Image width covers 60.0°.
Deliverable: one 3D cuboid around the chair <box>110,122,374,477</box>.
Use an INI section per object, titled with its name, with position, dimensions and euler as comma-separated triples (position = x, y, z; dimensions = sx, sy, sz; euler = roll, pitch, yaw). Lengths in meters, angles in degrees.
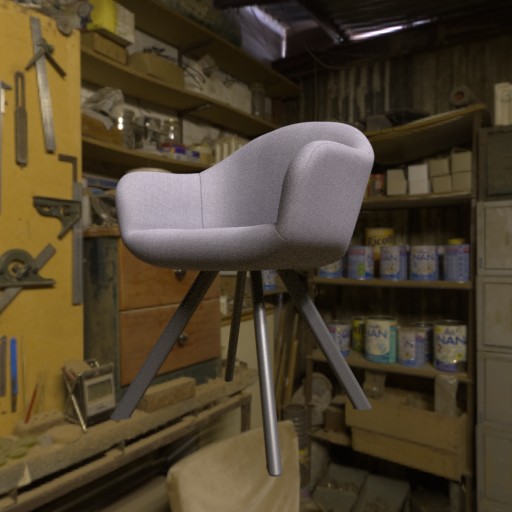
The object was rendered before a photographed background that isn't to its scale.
[chair]
position = 0.000, 0.000, 1.160
dimensions = 0.590, 0.795, 0.550
euler = 0, 0, 36
